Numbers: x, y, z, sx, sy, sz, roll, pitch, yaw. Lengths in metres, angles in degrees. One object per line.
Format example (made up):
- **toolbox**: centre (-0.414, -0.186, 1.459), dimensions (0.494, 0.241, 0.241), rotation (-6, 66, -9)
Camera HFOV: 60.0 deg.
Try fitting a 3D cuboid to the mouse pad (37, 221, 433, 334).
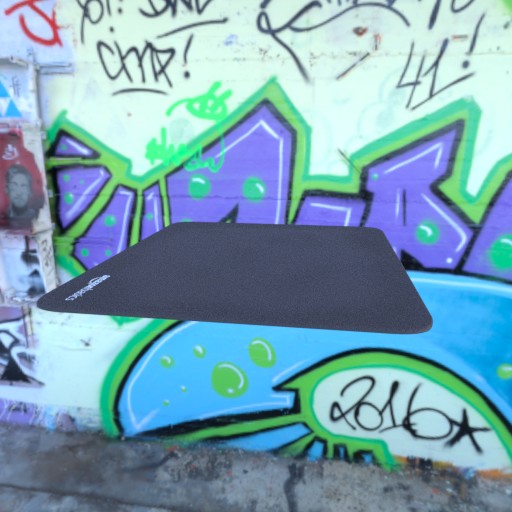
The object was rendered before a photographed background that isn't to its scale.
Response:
- **mouse pad**: centre (0.000, 0.000, 0.336), dimensions (0.211, 0.002, 0.249), rotation (2, 15, 9)
